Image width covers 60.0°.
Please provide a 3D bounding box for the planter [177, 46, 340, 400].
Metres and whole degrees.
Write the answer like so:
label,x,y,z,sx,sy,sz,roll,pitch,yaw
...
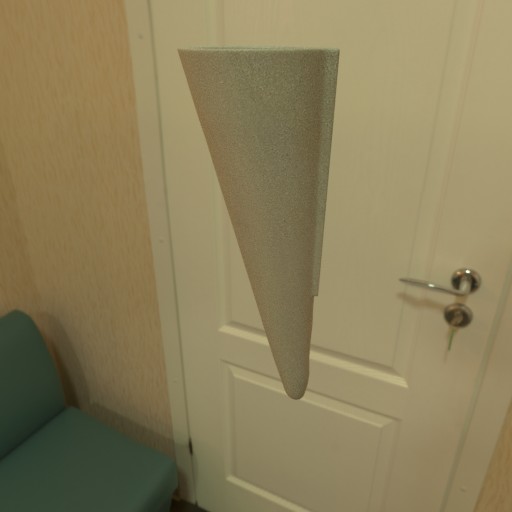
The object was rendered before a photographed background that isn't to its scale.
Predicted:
label,x,y,z,sx,sy,sz,roll,pitch,yaw
planter,0.000,0.000,0.224,0.064,0.191,0.057,-1,26,-2
